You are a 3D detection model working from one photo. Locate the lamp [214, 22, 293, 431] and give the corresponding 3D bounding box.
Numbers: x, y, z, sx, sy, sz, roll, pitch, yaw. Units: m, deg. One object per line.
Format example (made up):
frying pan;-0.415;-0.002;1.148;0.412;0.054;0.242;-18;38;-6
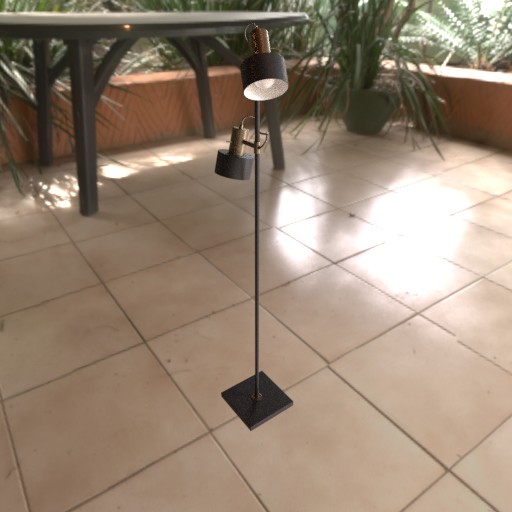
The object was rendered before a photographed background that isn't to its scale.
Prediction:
lamp;0.000;0.000;1.613;0.233;1.505;0.315;-20;36;-30
